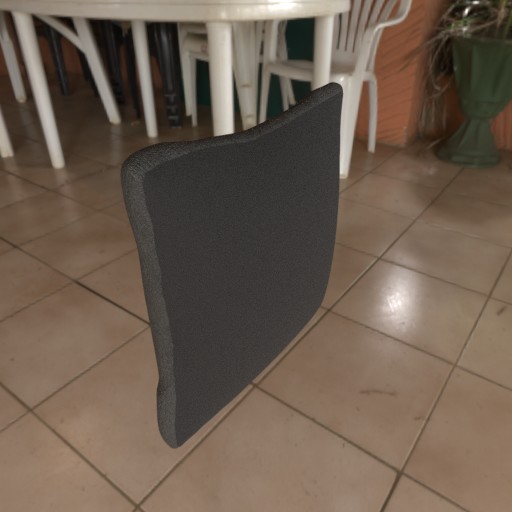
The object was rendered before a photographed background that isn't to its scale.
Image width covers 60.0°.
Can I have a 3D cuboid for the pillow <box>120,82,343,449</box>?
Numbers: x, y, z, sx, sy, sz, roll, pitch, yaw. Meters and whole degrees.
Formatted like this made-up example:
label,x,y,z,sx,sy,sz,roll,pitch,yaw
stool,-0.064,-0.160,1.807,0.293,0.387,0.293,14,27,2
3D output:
label,x,y,z,sx,sy,sz,roll,pitch,yaw
pillow,0.000,0.000,0.801,0.210,0.523,0.533,21,38,29
